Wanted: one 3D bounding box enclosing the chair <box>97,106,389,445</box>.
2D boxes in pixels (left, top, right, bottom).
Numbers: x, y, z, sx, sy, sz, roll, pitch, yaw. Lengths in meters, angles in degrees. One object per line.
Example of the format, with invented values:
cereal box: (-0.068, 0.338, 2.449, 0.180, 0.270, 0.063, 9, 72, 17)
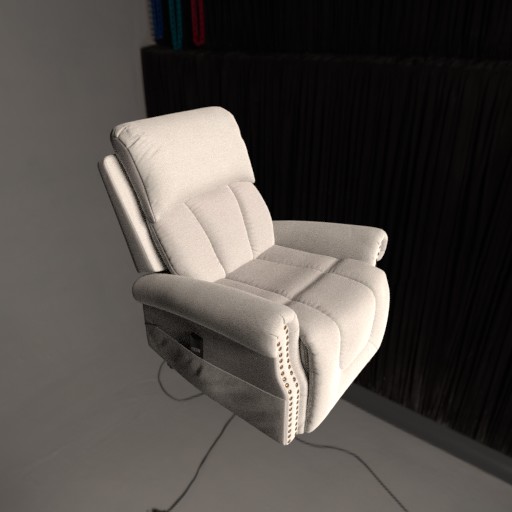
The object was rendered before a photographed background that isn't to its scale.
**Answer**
chair: (0.000, 0.000, 1.789, 0.979, 1.031, 0.871, 19, 33, 32)
